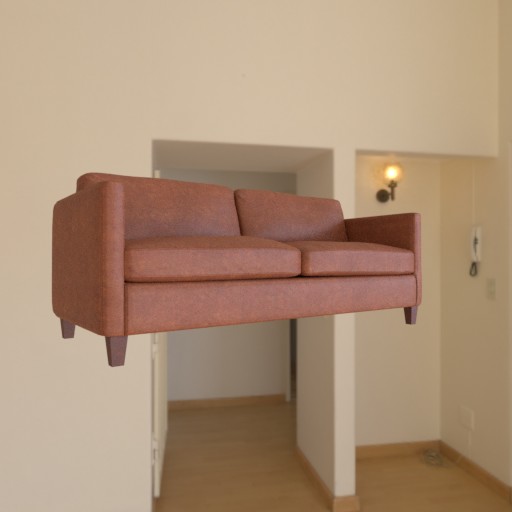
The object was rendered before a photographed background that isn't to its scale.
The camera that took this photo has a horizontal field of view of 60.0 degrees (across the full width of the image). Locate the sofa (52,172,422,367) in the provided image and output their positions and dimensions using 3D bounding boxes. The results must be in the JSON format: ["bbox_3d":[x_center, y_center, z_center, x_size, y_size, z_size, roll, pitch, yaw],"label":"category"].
[{"bbox_3d":[0.000,0.000,2.779,2.204,0.932,0.950,0,-1,-36],"label":"sofa"}]
